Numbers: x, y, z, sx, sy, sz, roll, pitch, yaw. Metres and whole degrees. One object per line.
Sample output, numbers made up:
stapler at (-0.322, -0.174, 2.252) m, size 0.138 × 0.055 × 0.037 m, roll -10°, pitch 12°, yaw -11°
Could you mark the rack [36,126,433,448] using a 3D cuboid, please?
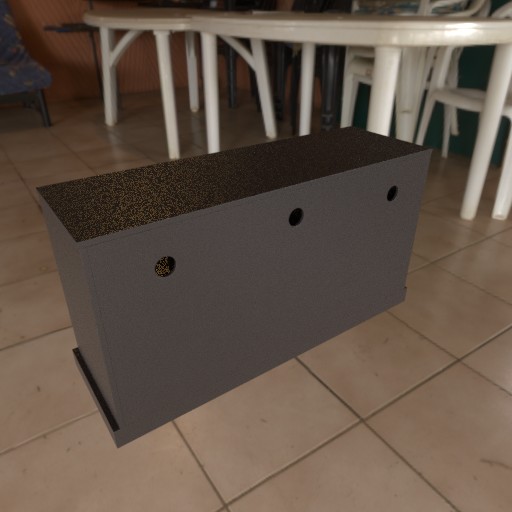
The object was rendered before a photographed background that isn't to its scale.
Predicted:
rack at (0.000, 0.000, 1.500) m, size 1.206 × 0.635 × 0.399 m, roll -19°, pitch 35°, yaw -30°
